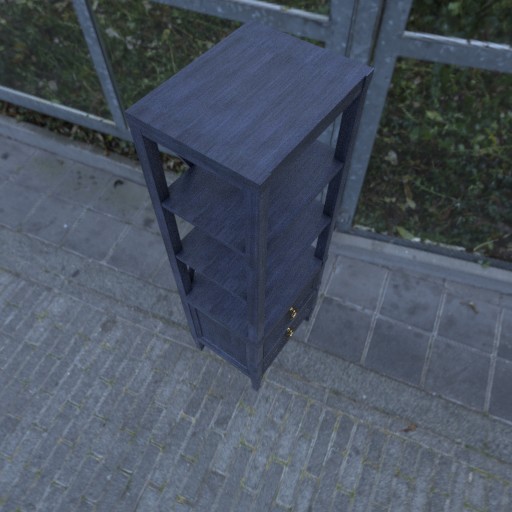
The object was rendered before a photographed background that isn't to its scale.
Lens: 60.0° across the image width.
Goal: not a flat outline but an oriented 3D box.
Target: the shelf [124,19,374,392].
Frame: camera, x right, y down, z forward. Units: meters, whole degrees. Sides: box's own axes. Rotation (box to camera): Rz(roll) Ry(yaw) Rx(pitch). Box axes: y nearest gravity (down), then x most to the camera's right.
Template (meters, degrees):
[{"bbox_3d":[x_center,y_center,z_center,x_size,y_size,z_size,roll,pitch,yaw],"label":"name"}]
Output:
[{"bbox_3d":[0.000,0.000,1.992,0.472,1.727,0.584,31,62,19],"label":"shelf"}]
